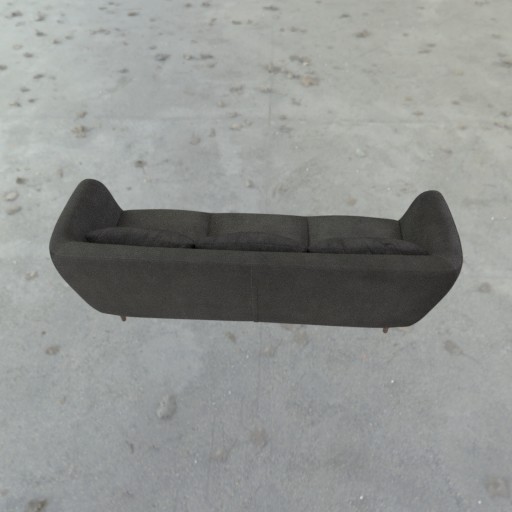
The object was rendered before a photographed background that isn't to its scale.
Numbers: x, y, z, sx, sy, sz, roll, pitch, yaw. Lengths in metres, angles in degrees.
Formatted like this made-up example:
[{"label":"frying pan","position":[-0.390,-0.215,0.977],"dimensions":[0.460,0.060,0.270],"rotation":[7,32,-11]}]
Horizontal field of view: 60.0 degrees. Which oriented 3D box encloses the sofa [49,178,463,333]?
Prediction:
[{"label":"sofa","position":[0.000,0.000,2.800],"dimensions":[2.296,0.875,0.956],"rotation":[2,47,2]}]
